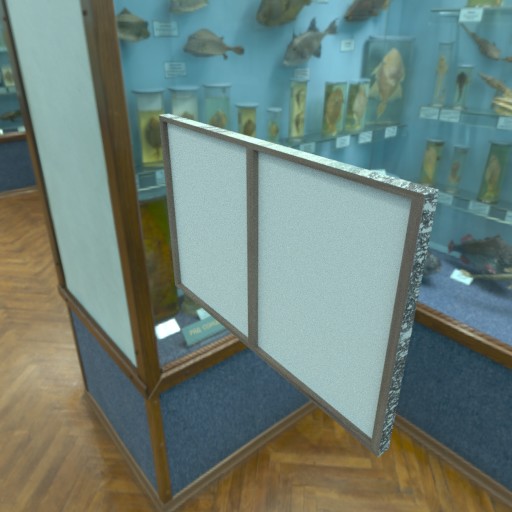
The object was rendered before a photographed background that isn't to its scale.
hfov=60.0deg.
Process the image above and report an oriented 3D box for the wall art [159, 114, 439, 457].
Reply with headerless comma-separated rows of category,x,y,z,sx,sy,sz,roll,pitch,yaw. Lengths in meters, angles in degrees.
wall art,0.000,0.000,1.162,0.038,0.598,0.919,-19,33,-33
